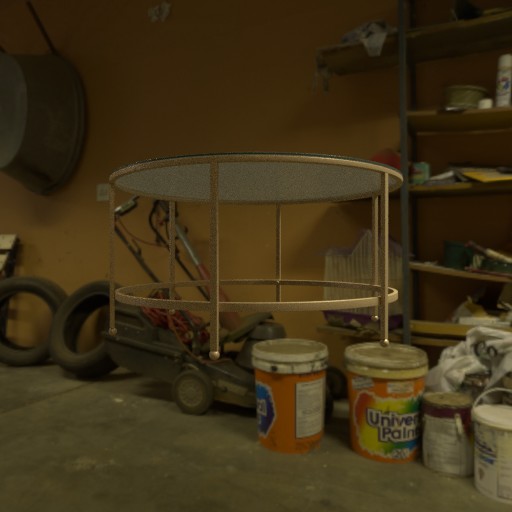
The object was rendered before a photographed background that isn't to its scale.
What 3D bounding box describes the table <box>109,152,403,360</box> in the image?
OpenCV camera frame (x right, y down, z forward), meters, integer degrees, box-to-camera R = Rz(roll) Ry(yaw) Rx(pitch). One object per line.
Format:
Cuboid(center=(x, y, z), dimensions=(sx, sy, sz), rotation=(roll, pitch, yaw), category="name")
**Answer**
Cuboid(center=(0.000, 0.000, 1.448), dimensions=(0.914, 0.470, 0.914), rotation=(0, 0, 0), category="table")
